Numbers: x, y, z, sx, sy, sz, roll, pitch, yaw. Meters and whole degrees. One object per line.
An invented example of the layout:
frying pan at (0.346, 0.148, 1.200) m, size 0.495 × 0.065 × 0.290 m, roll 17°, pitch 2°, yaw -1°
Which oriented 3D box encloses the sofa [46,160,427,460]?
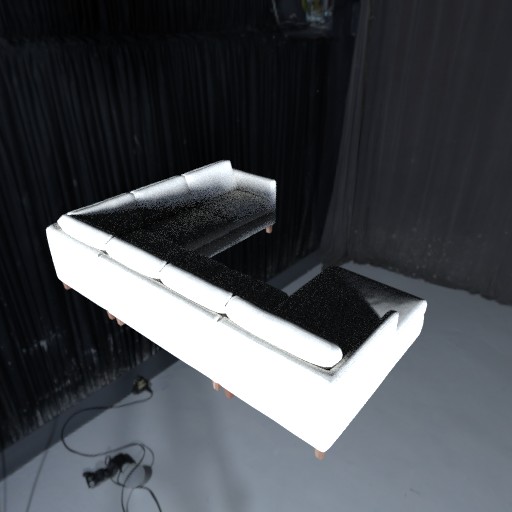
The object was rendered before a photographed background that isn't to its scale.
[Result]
sofa at (0.000, 0.000, 4.341) m, size 3.238 × 0.853 × 2.551 m, roll 22°, pitch 36°, yaw 34°
